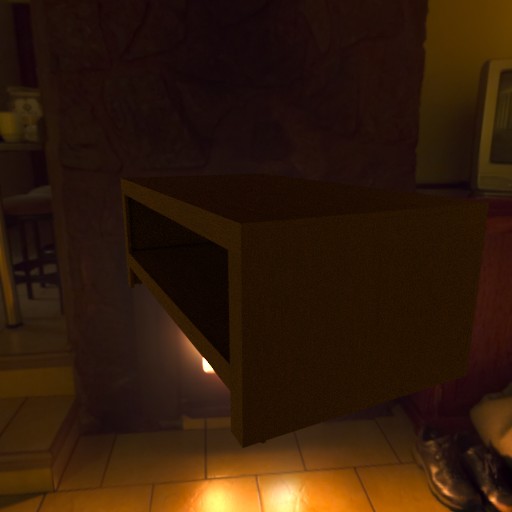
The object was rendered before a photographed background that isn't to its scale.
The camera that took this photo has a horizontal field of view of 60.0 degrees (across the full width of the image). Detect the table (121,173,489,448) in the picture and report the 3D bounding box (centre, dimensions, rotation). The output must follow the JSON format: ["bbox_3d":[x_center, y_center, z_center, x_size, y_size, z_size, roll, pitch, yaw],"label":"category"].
[{"bbox_3d":[0.000,0.000,1.373,0.597,0.424,1.099,-7,16,-25],"label":"table"}]
